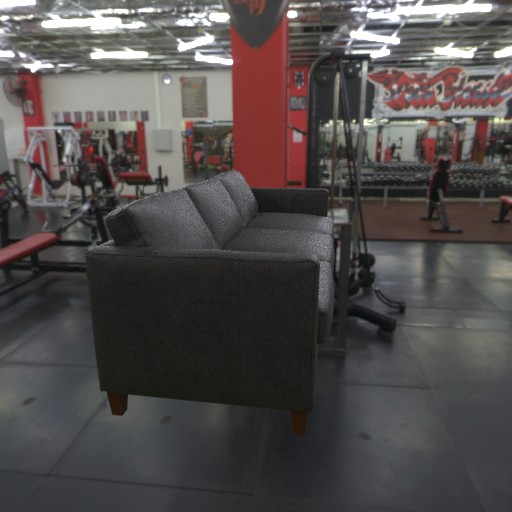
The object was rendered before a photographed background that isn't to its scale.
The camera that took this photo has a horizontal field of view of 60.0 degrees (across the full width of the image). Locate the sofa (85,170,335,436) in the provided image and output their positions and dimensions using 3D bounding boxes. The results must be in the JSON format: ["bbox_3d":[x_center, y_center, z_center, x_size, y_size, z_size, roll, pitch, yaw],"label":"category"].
[{"bbox_3d":[0.000,0.000,2.992,1.045,1.006,2.464,3,15,9],"label":"sofa"}]
